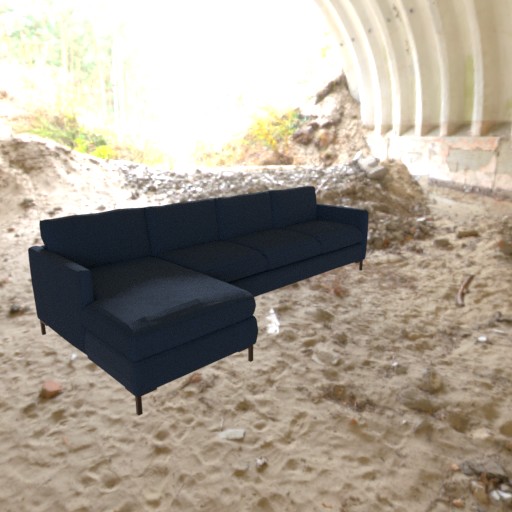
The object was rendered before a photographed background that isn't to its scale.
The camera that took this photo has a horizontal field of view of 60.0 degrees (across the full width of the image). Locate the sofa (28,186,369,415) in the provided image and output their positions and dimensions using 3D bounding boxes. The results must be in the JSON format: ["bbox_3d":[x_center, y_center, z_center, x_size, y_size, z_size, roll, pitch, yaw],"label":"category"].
[{"bbox_3d":[0.000,0.000,2.878,2.450,0.679,1.128,-15,21,-43],"label":"sofa"}]
